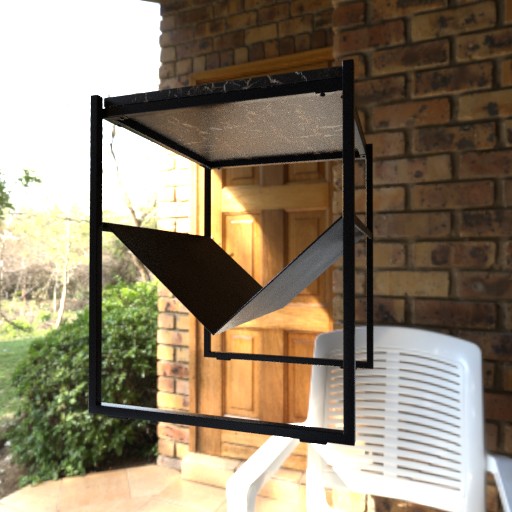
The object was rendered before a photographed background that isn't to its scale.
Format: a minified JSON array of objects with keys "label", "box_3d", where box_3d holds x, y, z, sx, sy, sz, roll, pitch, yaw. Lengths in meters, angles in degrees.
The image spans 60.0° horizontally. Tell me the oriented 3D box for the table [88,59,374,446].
[{"label":"table","box_3d":[0.000,0.000,0.892,0.432,0.534,0.469,0,-1,18]}]
